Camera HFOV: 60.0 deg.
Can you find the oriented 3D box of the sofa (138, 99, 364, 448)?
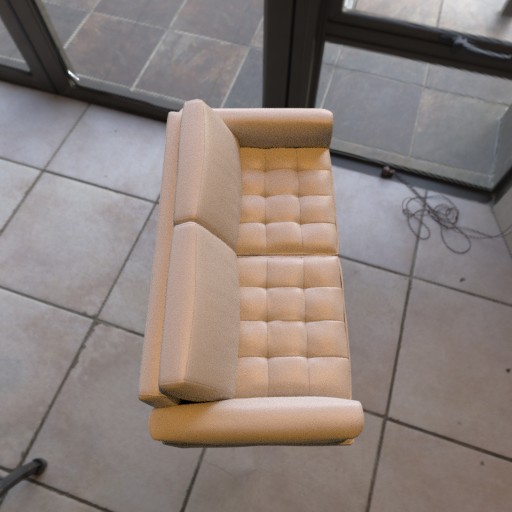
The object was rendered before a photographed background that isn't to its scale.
[{"bbox_3d":[0.000,0.000,2.757,1.121,0.930,2.177,0,64,0],"label":"sofa"}]
